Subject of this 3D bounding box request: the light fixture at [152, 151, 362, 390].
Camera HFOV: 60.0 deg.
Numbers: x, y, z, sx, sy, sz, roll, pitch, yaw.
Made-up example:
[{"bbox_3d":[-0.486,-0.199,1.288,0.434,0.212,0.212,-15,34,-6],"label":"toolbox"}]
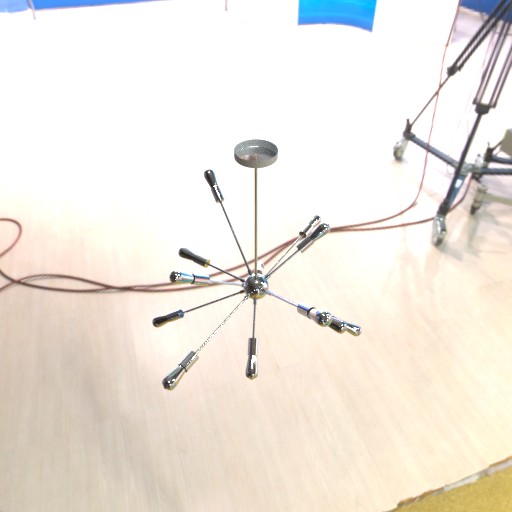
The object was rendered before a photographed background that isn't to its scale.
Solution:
[{"bbox_3d":[0.000,0.000,1.048,0.509,0.558,0.684,24,48,24],"label":"light fixture"}]
